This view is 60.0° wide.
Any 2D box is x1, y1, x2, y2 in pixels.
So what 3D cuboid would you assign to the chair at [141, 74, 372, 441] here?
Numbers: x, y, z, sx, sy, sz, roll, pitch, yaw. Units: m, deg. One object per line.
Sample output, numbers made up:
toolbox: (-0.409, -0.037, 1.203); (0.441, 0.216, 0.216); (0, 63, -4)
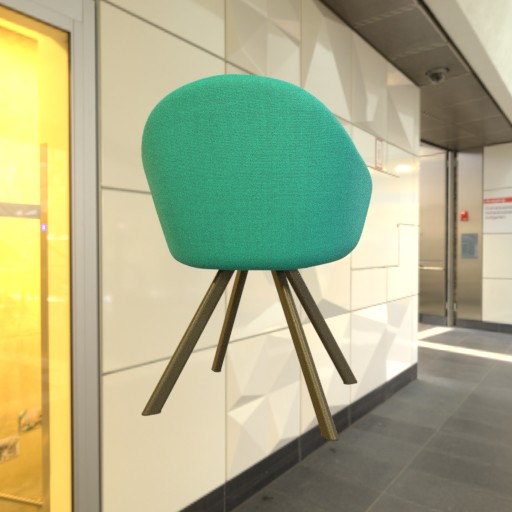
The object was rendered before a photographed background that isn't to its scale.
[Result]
chair: (0.000, 0.000, 1.200); (0.590, 0.795, 0.550); (0, 1, 18)
